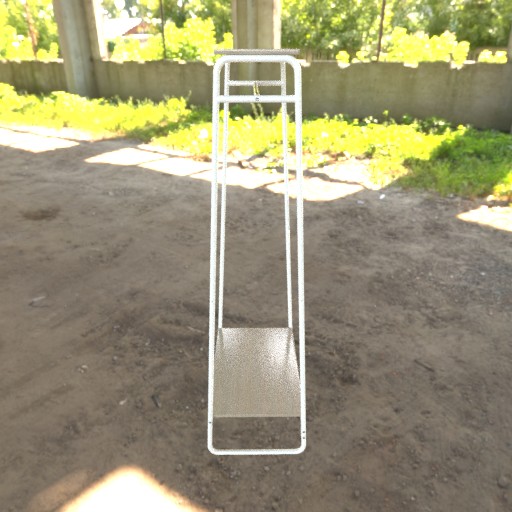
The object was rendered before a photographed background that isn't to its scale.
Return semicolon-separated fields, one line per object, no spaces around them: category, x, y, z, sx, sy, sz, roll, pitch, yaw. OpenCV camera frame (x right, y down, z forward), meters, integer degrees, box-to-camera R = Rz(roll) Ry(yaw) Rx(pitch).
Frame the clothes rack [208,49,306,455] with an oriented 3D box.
clothes rack;0.000;0.000;1.786;0.400;1.512;0.640;0;25;-1
